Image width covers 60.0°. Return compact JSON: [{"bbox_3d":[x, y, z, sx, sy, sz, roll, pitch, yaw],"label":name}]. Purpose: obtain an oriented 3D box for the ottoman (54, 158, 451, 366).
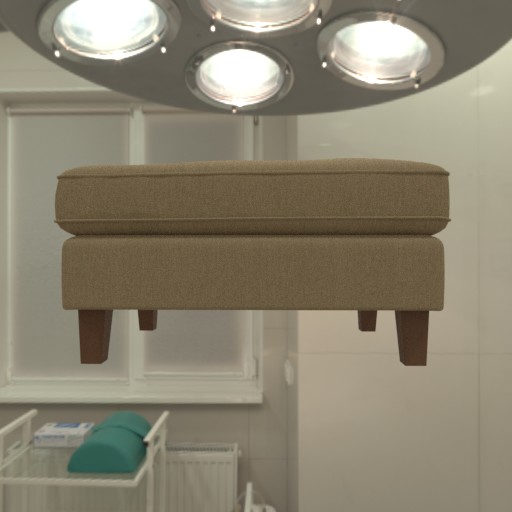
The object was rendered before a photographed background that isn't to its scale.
[{"bbox_3d":[0.000,0.000,1.325,0.945,0.521,0.636,0,0,1],"label":"ottoman"}]
